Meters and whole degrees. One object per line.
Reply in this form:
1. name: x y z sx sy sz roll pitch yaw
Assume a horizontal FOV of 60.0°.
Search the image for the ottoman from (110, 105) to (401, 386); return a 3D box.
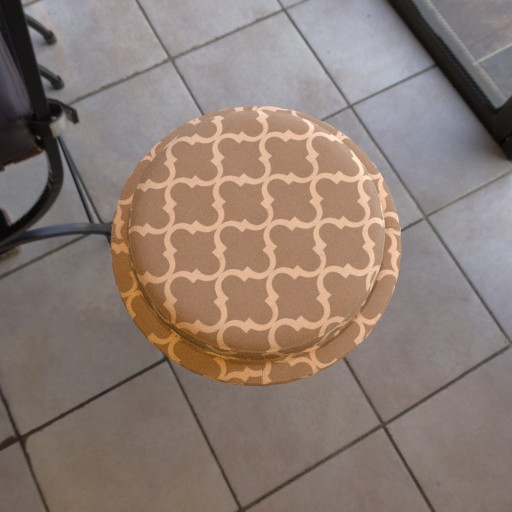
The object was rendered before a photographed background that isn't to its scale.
1. ottoman: 0.000 0.000 0.856 0.480 0.429 0.480 0 76 0
